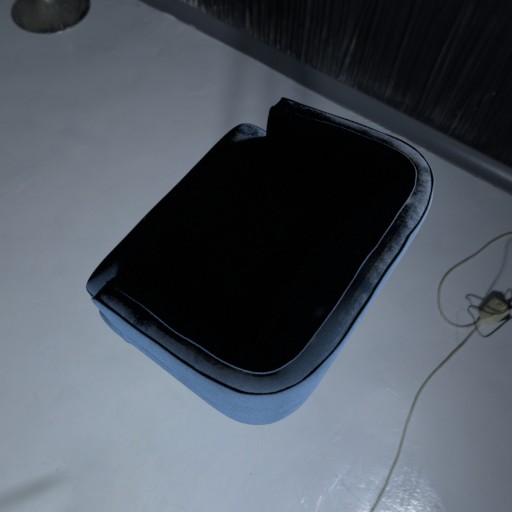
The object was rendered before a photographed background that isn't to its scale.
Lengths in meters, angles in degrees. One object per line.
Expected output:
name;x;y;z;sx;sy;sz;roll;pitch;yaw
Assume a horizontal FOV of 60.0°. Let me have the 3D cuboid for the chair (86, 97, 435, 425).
chair;0.000;0.000;1.761;0.940;0.852;1.094;33;68;15
